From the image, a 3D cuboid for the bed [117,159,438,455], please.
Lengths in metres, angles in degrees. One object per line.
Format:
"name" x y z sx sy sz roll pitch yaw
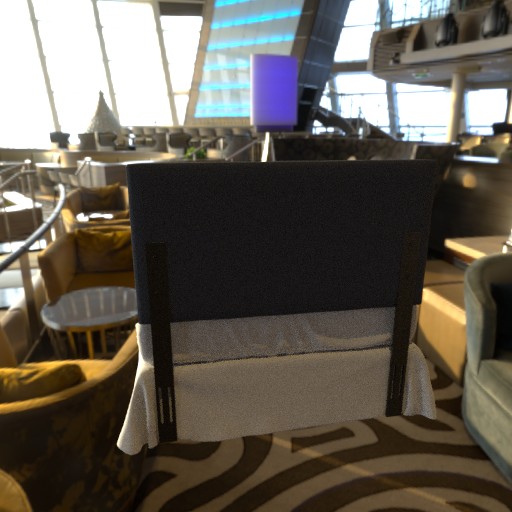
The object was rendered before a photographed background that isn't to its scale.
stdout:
"bed" 0.000 0.000 3.414 1.936 1.577 2.222 -3 16 -9
